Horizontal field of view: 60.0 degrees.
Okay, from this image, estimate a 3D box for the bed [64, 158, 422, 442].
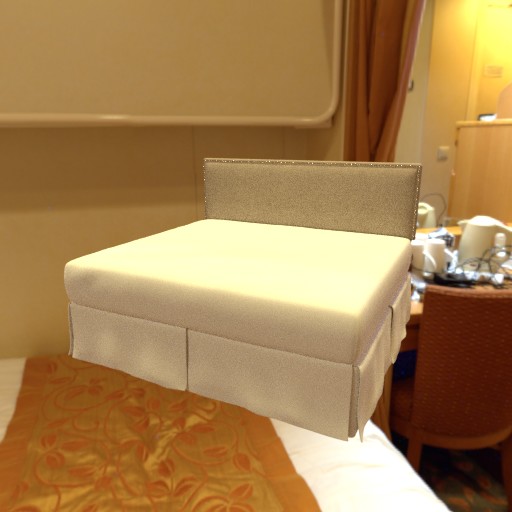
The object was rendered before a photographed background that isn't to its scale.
[{"bbox_3d":[0.000,0.000,3.399,2.170,1.346,1.914,7,17,25],"label":"bed"}]
